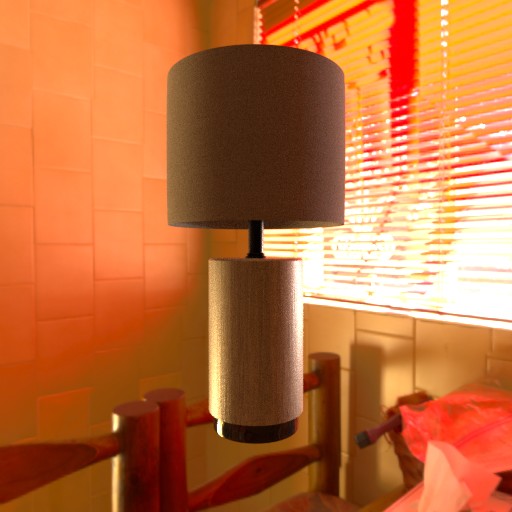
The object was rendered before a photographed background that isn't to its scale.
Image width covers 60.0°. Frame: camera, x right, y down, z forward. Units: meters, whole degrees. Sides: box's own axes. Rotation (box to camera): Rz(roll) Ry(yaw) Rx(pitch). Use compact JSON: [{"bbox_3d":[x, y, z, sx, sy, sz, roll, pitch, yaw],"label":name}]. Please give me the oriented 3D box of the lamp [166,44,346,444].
[{"bbox_3d":[0.000,0.000,0.577,0.228,0.444,0.228,0,1,20],"label":"lamp"}]
